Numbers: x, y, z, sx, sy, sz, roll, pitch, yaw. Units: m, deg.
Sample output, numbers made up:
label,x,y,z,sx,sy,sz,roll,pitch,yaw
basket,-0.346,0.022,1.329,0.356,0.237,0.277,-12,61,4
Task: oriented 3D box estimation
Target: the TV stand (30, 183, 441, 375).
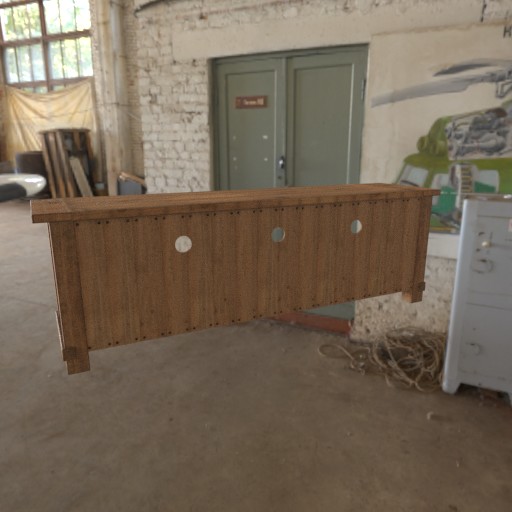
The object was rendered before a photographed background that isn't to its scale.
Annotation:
label,x,y,z,sx,sy,sz,roll,pitch,yaw
TV stand,0.000,0.000,2.047,1.804,0.573,0.453,-7,16,-26
